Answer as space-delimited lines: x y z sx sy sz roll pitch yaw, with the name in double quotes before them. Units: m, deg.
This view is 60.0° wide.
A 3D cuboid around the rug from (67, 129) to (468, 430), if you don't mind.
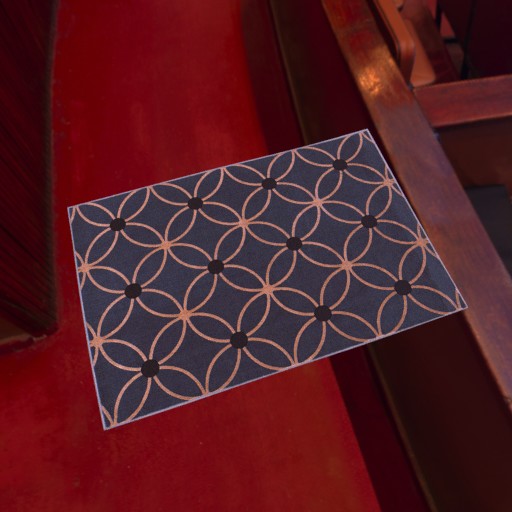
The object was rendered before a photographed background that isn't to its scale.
"rug" 0.000 0.000 2.912 2.284 0.008 1.522 -16 65 -8
